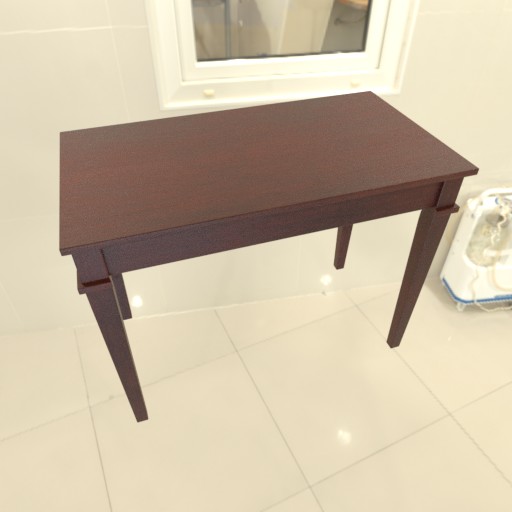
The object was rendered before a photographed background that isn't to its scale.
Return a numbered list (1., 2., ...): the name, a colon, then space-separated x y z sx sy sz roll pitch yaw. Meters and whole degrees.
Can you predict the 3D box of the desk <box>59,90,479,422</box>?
1. desk: 0.000 0.000 1.440 1.001 0.762 0.549 -12 43 -14
